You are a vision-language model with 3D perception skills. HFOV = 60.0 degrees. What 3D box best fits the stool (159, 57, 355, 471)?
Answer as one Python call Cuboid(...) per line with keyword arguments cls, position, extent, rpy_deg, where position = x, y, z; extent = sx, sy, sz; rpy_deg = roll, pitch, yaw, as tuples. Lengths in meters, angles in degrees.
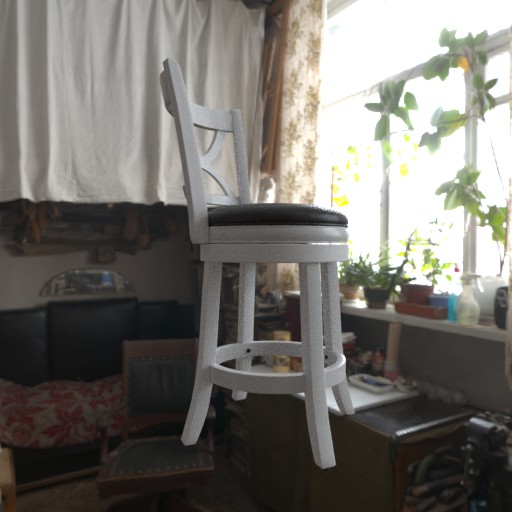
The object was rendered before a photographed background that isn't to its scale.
Cuboid(cls="stool", position=(0.000, 0.000, 1.225), extent=(0.508, 0.953, 0.444), rpy_deg=(1, 2, 20))
